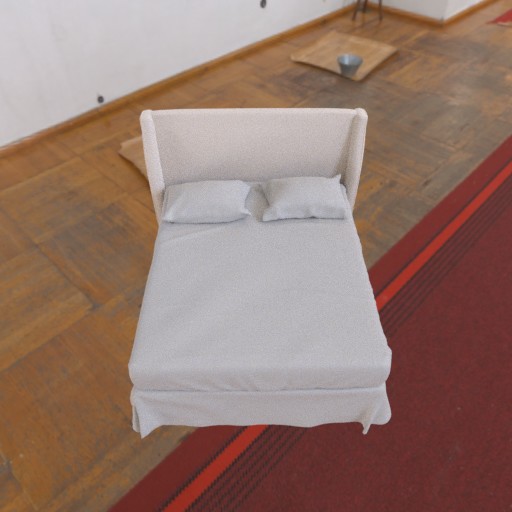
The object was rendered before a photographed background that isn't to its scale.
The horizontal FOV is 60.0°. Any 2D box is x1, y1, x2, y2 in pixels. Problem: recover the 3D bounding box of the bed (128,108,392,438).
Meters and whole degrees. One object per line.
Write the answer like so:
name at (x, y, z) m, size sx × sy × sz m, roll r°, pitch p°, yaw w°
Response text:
bed at (0.000, 0.000, 3.434) m, size 1.925 × 1.332 × 2.276 m, roll -1°, pitch 45°, yaw -1°
